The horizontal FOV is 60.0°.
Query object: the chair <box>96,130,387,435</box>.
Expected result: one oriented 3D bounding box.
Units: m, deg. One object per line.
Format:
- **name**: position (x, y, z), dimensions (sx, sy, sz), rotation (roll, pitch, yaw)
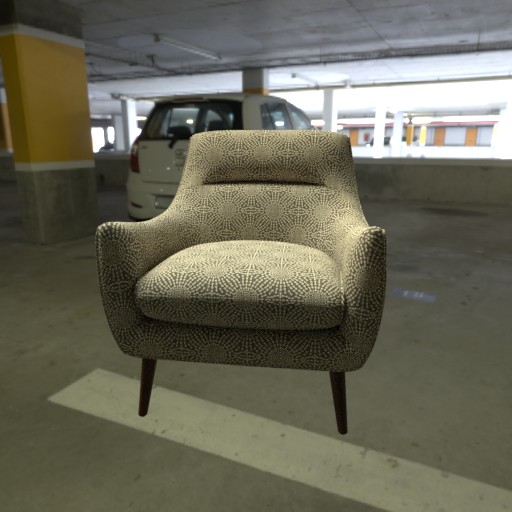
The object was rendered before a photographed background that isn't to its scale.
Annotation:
- **chair**: position (0.000, 0.000, 1.506), dimensions (0.762, 0.838, 0.787), rotation (2, 15, 8)
